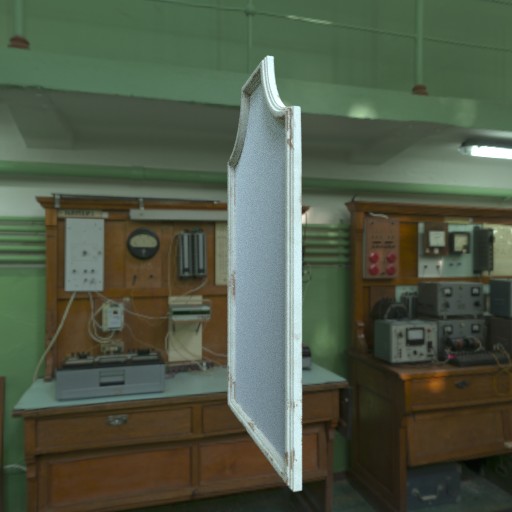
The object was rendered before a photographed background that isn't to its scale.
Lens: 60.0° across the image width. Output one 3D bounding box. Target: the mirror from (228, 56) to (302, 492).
[{"bbox_3d":[0.000,0.000,0.865,0.022,0.717,0.403,0,0,-17],"label":"mirror"}]
